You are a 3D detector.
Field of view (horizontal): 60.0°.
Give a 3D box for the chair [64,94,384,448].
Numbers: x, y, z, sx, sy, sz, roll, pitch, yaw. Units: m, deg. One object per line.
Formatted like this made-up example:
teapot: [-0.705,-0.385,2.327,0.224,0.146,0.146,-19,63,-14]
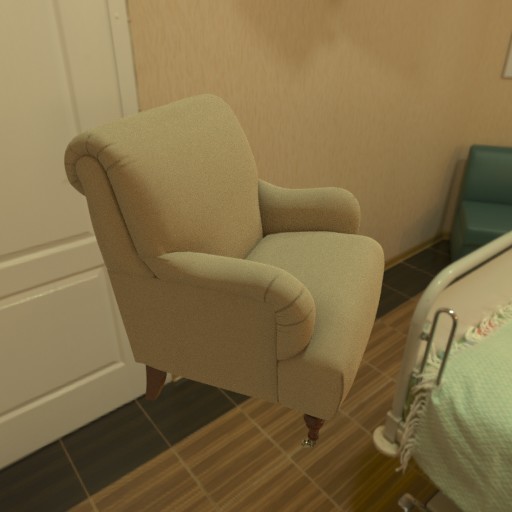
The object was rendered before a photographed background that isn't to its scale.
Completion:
chair: [0.000,0.000,1.517,0.842,0.942,0.766,11,30,19]
